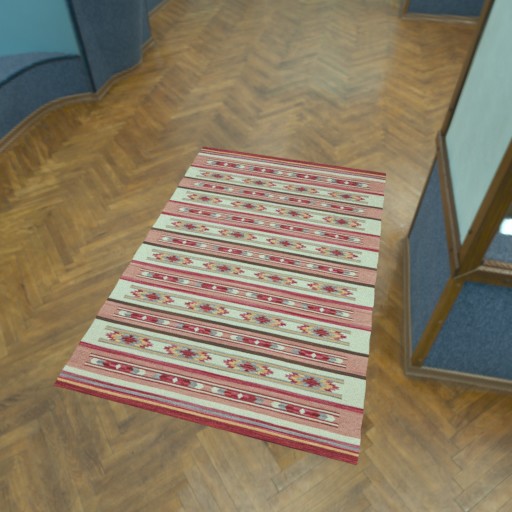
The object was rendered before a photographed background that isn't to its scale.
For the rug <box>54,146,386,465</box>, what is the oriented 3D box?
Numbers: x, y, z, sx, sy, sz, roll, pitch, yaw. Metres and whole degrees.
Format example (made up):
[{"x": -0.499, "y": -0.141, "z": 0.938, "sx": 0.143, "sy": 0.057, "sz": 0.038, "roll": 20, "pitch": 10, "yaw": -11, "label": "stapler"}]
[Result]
[{"x": 0.000, "y": 0.000, "z": 2.289, "sx": 1.223, "sy": 0.008, "sz": 1.817, "roll": 11, "pitch": 47, "yaw": 10, "label": "rug"}]
